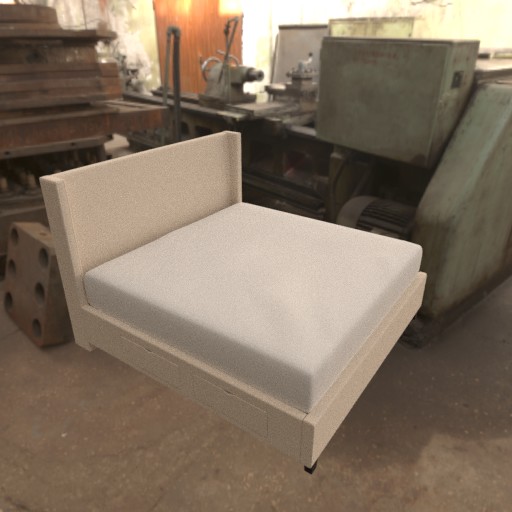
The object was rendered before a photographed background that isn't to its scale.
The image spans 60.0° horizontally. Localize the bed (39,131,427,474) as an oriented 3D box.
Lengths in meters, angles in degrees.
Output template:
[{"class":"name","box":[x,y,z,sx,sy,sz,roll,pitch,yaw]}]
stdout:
[{"class":"bed","box":[0.000,0.000,3.667,2.293,1.471,2.145,17,31,31]}]
